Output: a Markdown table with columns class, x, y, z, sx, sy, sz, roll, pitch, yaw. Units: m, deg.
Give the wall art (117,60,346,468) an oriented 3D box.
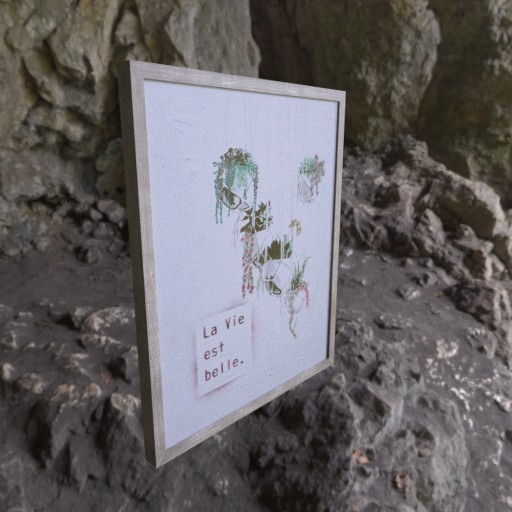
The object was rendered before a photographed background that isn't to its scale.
| class | x | y | z | sx | sy | sz | roll | pitch | yaw |
| --- | --- | --- | --- | --- | --- | --- | --- | --- | --- |
| wall art | 0.000 | 0.000 | 0.701 | 0.032 | 0.521 | 0.421 | 13 | 19 | 42 |
